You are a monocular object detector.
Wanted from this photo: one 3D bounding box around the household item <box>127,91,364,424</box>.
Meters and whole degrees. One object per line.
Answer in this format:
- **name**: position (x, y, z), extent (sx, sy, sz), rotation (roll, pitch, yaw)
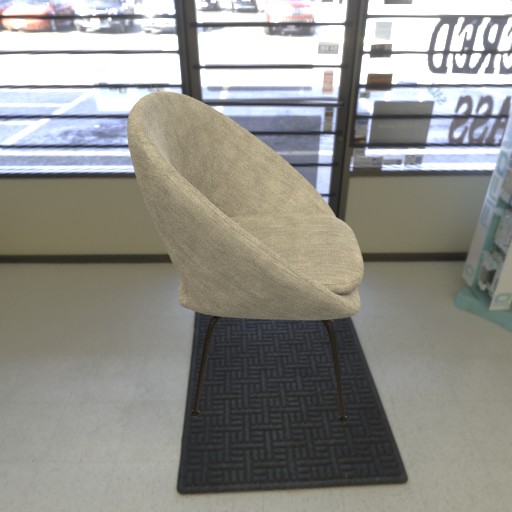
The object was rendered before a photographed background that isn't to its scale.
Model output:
- **household item**: position (0.000, 0.000, 1.268), extent (0.587, 0.869, 0.643), rotation (1, 32, 2)
